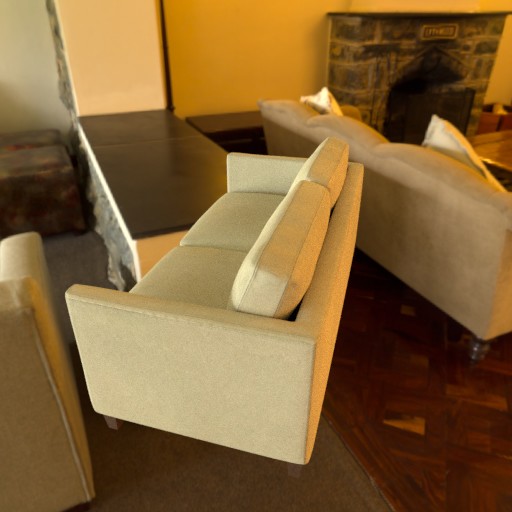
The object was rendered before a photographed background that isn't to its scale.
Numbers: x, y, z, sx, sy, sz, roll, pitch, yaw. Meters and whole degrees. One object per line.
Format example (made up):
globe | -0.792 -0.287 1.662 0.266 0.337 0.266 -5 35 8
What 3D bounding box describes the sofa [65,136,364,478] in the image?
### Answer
sofa | 0.000 0.000 2.349 0.950 0.940 1.846 8 31 14
